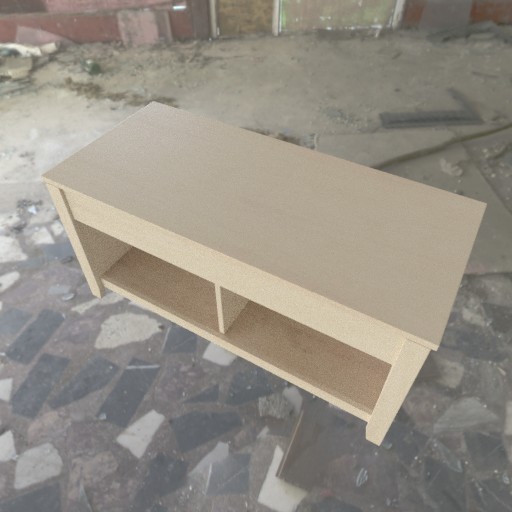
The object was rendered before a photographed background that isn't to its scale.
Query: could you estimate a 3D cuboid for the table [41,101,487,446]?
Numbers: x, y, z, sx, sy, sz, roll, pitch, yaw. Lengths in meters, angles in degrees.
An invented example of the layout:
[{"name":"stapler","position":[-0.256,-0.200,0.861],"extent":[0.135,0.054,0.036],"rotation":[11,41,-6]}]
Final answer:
[{"name":"table","position":[0.000,0.000,1.275],"extent":[1.016,0.483,0.457],"rotation":[23,51,20]}]
